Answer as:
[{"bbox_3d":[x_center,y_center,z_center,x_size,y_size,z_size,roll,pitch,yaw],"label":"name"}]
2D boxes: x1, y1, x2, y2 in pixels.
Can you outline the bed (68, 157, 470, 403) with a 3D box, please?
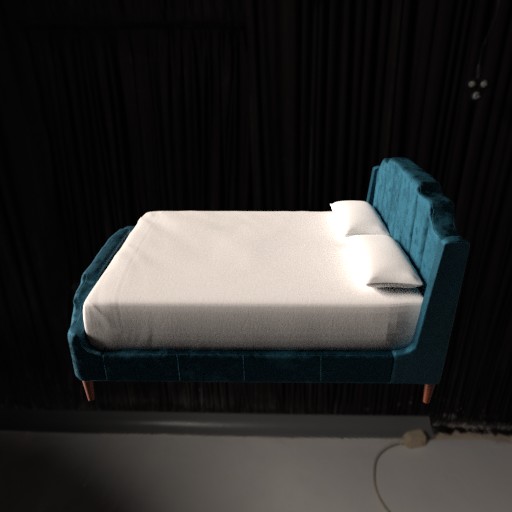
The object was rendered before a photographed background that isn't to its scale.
[{"bbox_3d":[0.000,0.000,3.319,2.322,1.338,1.678,0,25,1],"label":"bed"}]
